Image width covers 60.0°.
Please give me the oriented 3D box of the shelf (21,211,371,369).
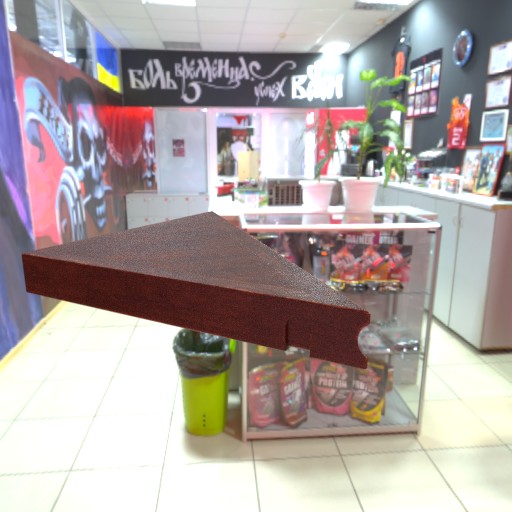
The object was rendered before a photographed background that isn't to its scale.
[{"bbox_3d":[0.000,0.000,0.438,0.296,0.035,0.296,7,15,27],"label":"shelf"}]
